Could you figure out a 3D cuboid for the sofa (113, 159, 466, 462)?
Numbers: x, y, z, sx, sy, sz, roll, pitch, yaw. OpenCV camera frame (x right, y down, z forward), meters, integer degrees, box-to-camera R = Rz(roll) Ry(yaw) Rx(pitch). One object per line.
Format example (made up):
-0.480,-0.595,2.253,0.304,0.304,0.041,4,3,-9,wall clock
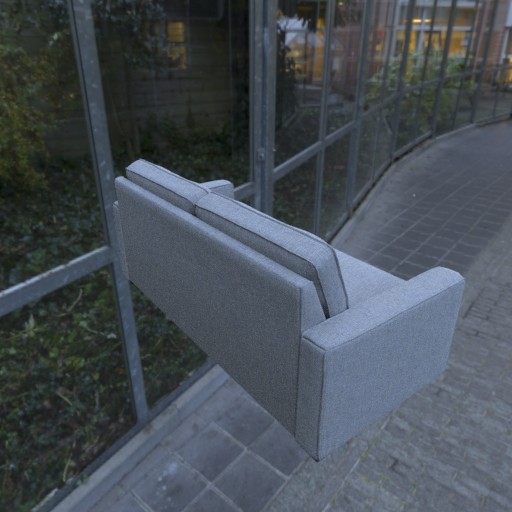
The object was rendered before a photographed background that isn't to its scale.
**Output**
0.000,0.000,2.603,0.945,0.918,2.078,-18,31,-33,sofa
